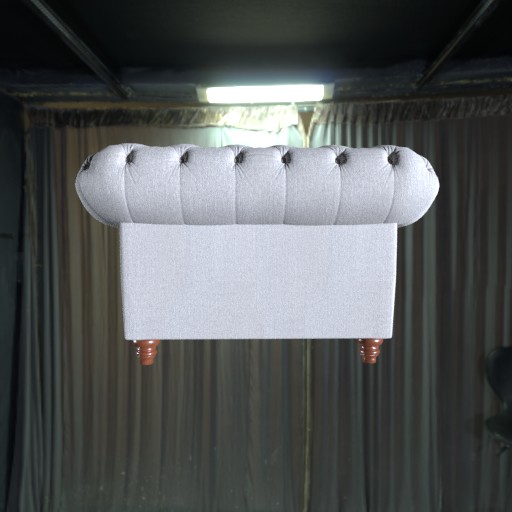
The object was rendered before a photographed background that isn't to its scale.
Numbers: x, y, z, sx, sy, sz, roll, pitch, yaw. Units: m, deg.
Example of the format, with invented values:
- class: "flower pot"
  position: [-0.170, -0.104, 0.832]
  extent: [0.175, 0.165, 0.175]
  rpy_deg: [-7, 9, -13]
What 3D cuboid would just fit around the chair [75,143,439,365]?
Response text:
- class: "chair"
  position: [0.000, 0.000, 1.878]
  extent: [1.270, 0.770, 0.976]
  rpy_deg: [0, 0, -2]
